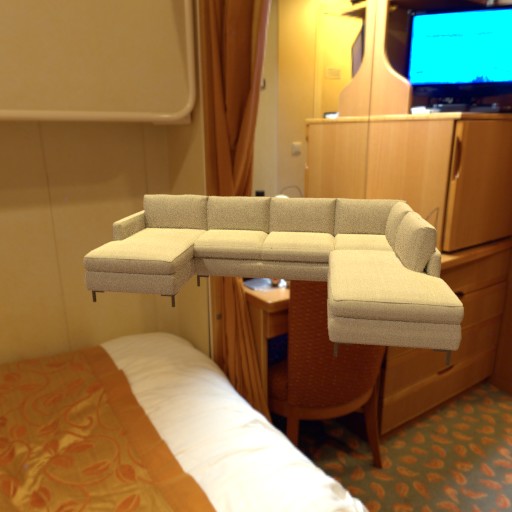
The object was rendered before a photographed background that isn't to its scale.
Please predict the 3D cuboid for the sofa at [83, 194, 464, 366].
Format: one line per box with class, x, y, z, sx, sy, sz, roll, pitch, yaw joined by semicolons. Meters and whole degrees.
sofa;0.000;0.000;3.623;2.737;0.756;1.879;2;16;9
